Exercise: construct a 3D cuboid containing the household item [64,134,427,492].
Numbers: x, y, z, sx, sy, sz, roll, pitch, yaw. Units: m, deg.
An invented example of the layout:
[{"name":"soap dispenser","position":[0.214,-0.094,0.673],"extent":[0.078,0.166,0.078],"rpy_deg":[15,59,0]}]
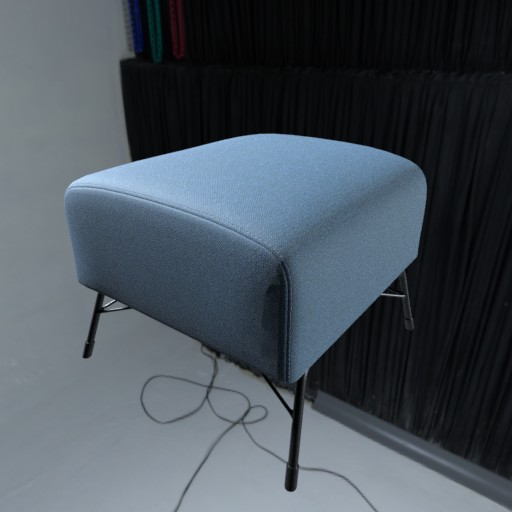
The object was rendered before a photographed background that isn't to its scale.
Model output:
[{"name":"household item","position":[0.000,0.000,0.894],"extent":[0.530,0.420,0.530],"rpy_deg":[18,31,33]}]
